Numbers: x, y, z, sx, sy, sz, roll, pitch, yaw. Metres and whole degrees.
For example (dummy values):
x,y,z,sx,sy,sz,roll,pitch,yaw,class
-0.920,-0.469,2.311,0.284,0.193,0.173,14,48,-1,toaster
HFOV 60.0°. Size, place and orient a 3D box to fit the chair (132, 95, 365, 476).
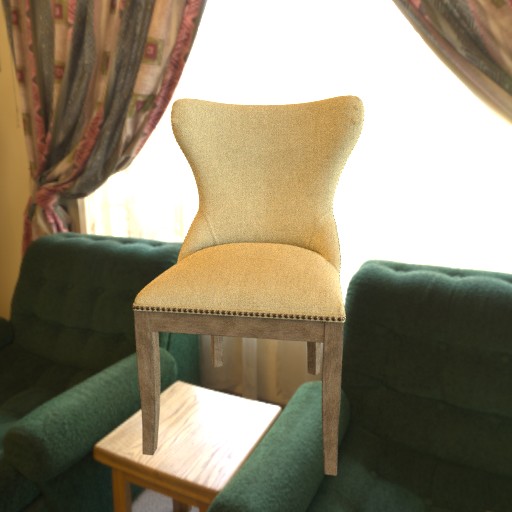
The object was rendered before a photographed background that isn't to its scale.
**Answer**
x,y,z,sx,sy,sz,roll,pitch,yaw,class
0.000,0.000,1.404,0.654,1.002,0.681,2,13,9,chair
